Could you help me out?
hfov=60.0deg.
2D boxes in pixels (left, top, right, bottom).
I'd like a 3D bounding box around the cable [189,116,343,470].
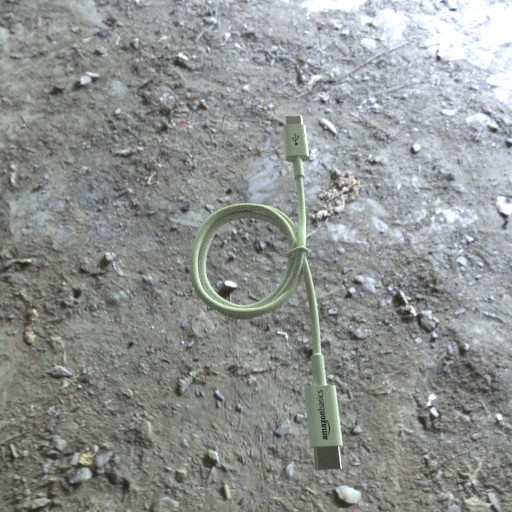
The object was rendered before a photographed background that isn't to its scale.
[{"bbox_3d":[0.000,0.000,0.231,0.070,0.014,0.203,-2,62,-1],"label":"cable"}]
